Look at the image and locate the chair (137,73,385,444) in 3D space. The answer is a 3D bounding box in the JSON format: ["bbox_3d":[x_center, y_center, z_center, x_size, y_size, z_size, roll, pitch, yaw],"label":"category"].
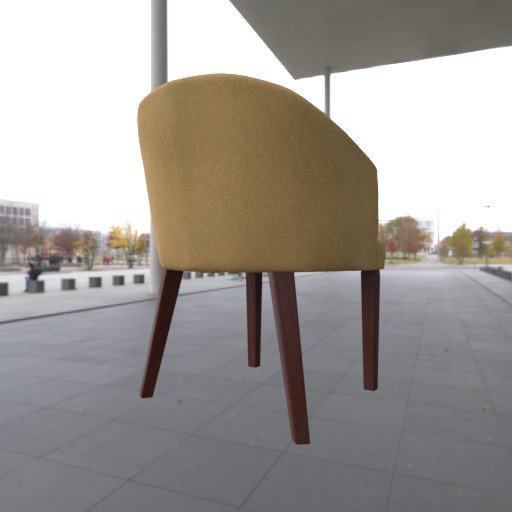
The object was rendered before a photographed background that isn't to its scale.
[{"bbox_3d":[0.000,0.000,1.263,0.583,0.811,0.655,0,0,37],"label":"chair"}]
